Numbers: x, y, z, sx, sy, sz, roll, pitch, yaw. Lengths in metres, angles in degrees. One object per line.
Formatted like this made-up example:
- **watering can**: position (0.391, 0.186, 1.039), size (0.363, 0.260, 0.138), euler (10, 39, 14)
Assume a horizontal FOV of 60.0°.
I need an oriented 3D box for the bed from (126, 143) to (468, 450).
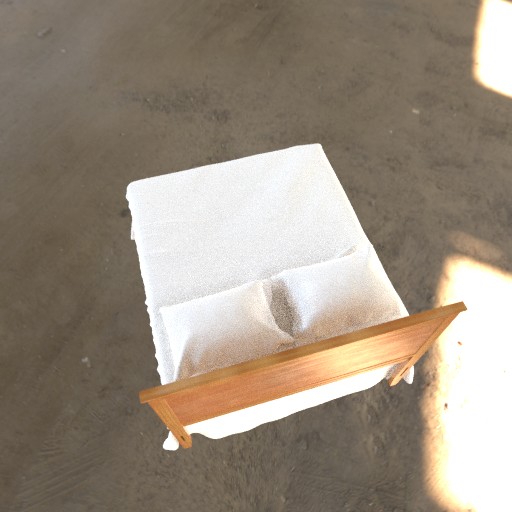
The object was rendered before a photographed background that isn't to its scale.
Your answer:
- **bed**: position (0.000, 0.000, 3.155), size (1.870, 1.273, 2.035), euler (-14, 58, -9)
